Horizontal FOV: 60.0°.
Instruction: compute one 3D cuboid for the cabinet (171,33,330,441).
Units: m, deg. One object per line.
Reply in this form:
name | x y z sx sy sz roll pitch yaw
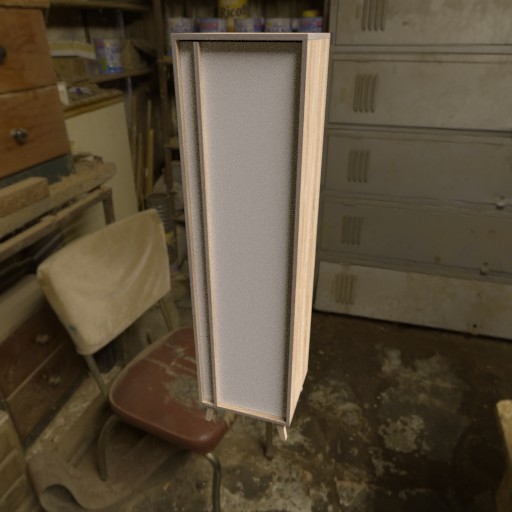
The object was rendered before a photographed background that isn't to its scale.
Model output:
cabinet | 0.000 0.000 2.183 0.510 1.960 0.450 8 28 16
